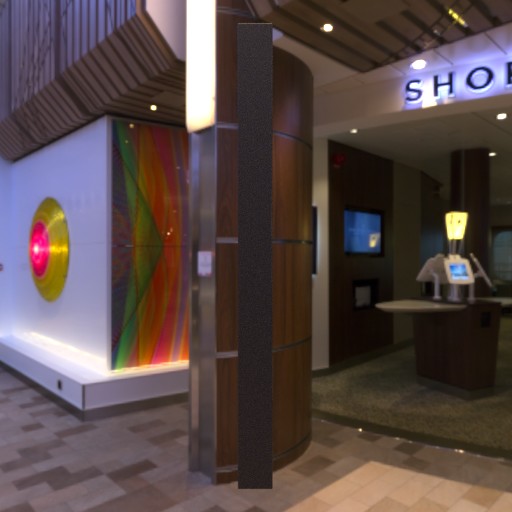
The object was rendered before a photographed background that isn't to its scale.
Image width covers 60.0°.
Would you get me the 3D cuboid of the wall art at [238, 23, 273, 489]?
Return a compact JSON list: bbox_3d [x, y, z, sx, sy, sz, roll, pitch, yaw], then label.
[{"bbox_3d":[0.000,0.000,0.736,0.038,0.507,0.507,0,0,0],"label":"wall art"}]
